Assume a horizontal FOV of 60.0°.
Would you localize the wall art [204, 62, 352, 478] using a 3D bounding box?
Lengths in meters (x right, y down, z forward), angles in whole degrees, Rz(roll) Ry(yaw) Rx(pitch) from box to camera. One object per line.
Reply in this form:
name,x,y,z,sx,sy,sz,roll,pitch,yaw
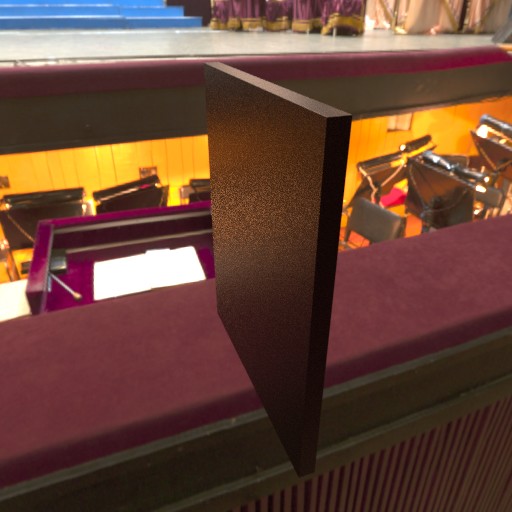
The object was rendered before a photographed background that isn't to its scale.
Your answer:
wall art,0.000,0.000,0.750,0.028,0.557,0.457,-11,32,-18
